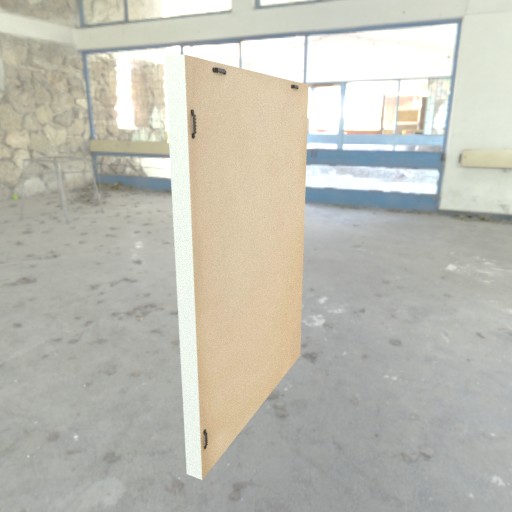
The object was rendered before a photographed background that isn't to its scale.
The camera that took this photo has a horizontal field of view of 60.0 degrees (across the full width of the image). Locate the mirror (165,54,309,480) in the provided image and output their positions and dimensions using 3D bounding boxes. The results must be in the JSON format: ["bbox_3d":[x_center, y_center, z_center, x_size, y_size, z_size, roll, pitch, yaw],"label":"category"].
[{"bbox_3d":[0.000,0.000,0.929,0.039,0.710,0.507,8,18,25],"label":"mirror"}]
